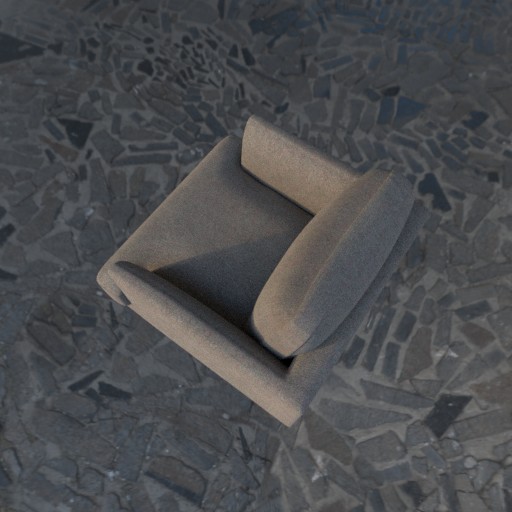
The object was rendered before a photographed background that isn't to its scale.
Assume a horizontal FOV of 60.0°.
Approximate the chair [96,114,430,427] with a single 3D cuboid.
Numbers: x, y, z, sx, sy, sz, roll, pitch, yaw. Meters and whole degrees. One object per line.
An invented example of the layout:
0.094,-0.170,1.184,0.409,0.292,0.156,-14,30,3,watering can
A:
0.000,0.000,1.673,0.899,0.957,0.858,33,69,14,chair
